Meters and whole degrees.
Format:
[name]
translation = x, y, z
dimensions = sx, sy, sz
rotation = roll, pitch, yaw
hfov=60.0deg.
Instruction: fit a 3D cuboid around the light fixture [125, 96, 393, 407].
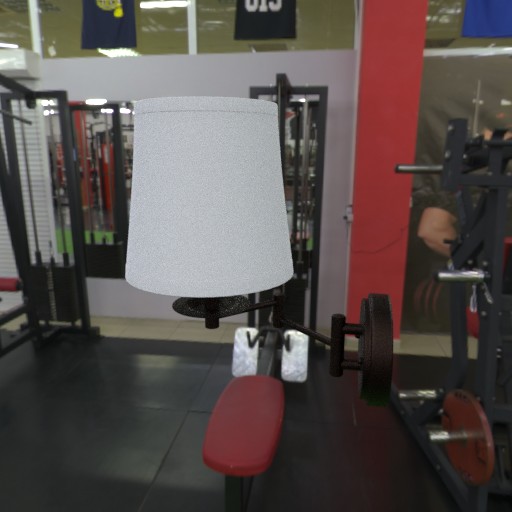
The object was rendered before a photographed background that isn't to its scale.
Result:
[light fixture]
translation = 0.000, 0.000, 0.263
dimensions = 0.157, 0.172, 0.100
rotation = 2, 13, 10
